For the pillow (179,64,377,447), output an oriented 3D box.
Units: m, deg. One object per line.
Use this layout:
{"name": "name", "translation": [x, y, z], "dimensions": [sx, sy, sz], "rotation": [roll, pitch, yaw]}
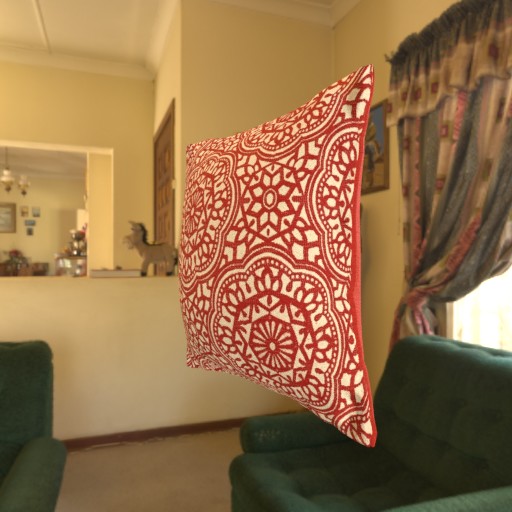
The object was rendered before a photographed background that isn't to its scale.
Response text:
{"name": "pillow", "translation": [0.000, 0.000, 0.659], "dimensions": [0.162, 0.419, 0.438], "rotation": [0, 0, -36]}
